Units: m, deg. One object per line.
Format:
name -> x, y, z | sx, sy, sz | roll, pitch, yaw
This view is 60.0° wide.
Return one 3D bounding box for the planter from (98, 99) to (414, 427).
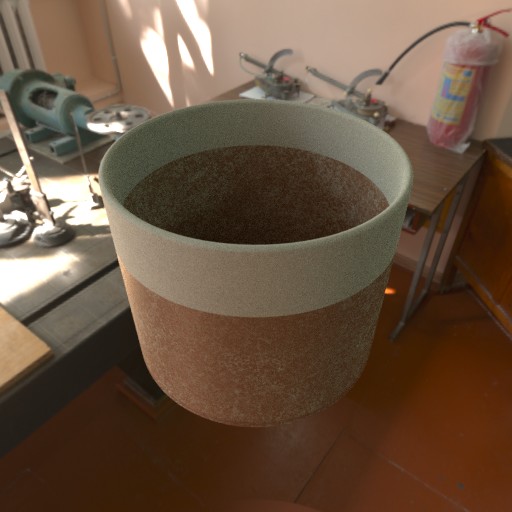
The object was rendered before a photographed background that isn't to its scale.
planter -> 0.000, 0.000, 0.274 | 0.159, 0.138, 0.159 | 0, 40, 0
